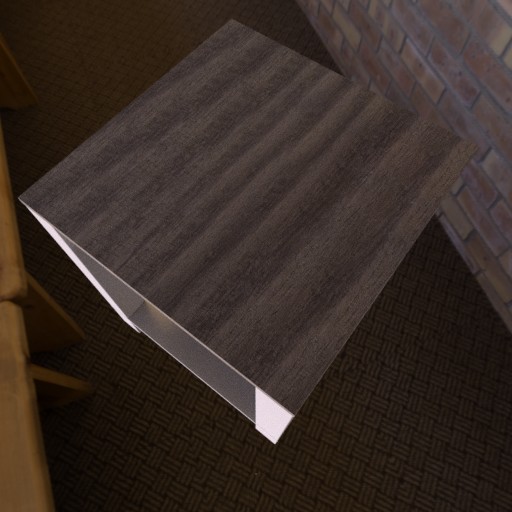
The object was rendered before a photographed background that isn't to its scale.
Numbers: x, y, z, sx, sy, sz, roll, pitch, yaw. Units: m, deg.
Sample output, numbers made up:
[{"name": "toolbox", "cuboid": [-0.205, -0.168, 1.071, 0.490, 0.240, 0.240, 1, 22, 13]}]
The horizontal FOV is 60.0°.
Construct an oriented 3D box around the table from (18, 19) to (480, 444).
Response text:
[{"name": "table", "cuboid": [0.000, 0.000, 0.943, 0.504, 0.587, 0.506, 35, 69, 16]}]
